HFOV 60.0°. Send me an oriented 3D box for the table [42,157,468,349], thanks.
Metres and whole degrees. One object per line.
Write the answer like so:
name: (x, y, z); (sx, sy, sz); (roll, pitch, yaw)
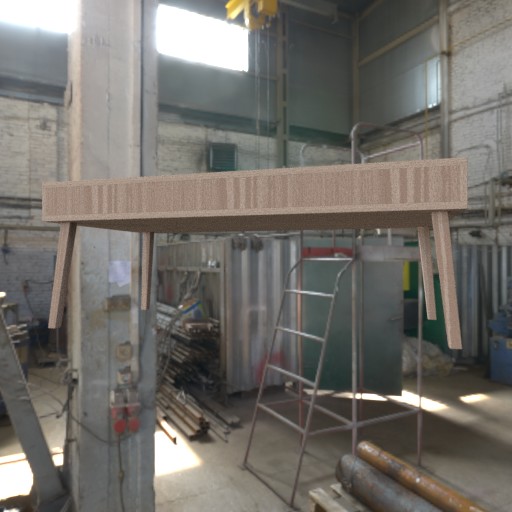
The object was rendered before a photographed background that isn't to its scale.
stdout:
table: (0.000, 0.000, 1.483); (1.200, 0.450, 0.600); (0, -1, 16)
